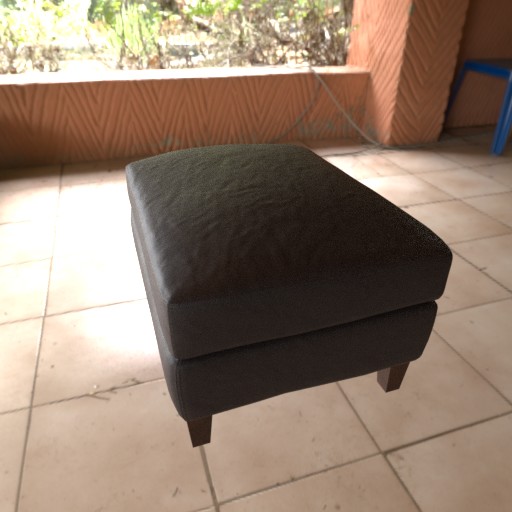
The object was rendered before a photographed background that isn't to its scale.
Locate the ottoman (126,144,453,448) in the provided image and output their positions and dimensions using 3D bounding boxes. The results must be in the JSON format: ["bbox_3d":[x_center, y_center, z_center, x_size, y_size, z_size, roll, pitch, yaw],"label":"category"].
[{"bbox_3d":[0.000,0.000,1.305,0.659,0.529,0.887,-10,31,-16],"label":"ottoman"}]
